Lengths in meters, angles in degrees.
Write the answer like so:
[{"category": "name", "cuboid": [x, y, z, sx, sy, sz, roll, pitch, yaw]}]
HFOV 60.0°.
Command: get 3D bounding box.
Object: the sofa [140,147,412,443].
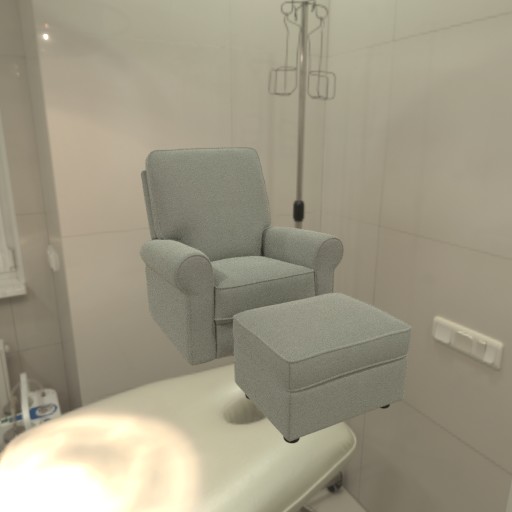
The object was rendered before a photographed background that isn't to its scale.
[{"category": "sofa", "cuboid": [0.000, 0.000, 2.093, 0.880, 0.959, 1.478, -8, 18, -27]}]
